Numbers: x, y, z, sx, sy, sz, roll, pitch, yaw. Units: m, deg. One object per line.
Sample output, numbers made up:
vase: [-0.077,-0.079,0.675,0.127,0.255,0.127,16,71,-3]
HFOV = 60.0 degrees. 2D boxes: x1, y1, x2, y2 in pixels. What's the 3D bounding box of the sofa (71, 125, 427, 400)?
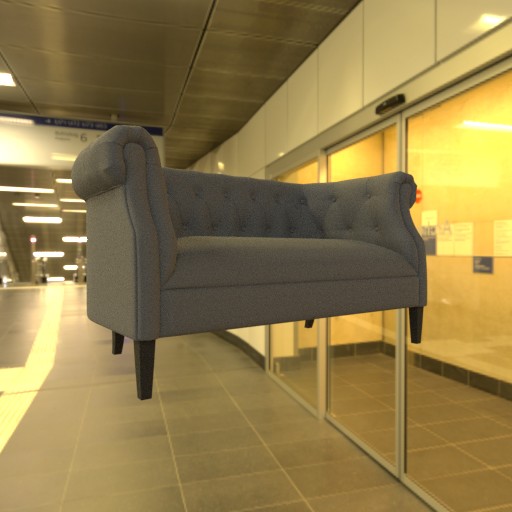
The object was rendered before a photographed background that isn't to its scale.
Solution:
sofa: [0.000,0.000,1.994,1.558,0.827,0.835,0,1,-36]
